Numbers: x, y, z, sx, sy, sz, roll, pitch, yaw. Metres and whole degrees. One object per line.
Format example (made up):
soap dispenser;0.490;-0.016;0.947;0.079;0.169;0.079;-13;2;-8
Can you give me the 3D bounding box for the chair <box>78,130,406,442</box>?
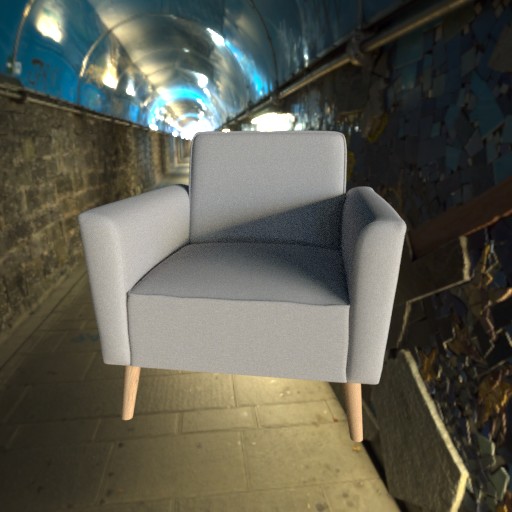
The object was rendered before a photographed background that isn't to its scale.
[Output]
chair;0.000;0.000;1.413;0.780;0.780;0.750;2;15;8
